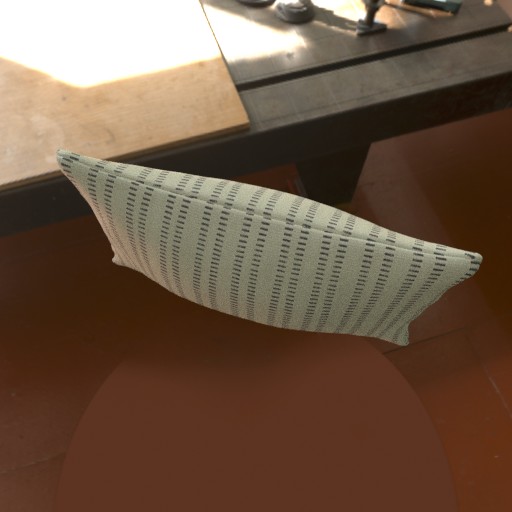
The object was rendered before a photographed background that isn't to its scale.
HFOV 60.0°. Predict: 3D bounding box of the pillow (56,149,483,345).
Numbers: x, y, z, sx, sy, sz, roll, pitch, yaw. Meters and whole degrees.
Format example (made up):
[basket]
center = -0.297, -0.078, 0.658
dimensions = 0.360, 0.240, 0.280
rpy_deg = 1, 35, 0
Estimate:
[pillow]
center = 0.000, 0.000, 0.782
dimensions = 0.640, 0.353, 0.210
rpy_deg = 15, 63, 8
